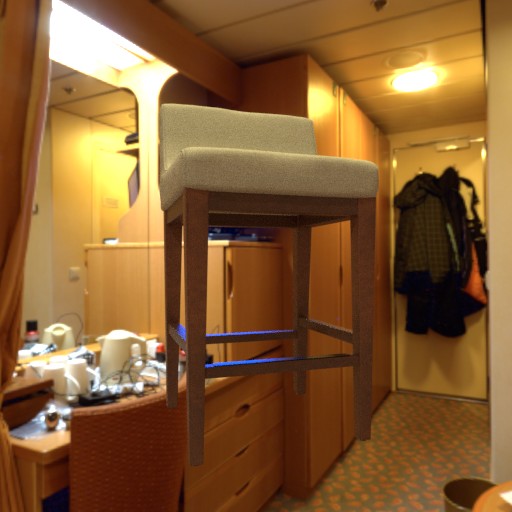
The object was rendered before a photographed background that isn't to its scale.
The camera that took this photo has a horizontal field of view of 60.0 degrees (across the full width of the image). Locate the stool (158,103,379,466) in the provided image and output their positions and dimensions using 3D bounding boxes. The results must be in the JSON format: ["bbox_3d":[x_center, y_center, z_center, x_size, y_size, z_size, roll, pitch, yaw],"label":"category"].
[{"bbox_3d":[0.000,0.000,1.261,0.511,0.937,0.500,0,0,-18],"label":"stool"}]
